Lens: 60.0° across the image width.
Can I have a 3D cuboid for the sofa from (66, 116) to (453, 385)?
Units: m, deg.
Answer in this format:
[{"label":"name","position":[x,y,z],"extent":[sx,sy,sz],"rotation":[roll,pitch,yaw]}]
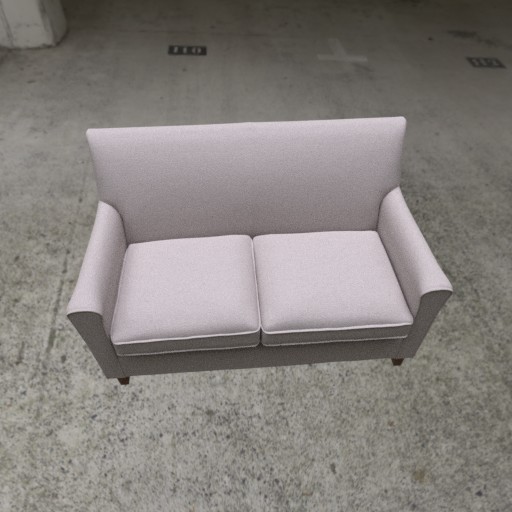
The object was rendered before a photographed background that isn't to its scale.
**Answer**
[{"label":"sofa","position":[0.000,0.000,2.060],"extent":[1.482,0.890,0.888],"rotation":[-3,45,-3]}]
